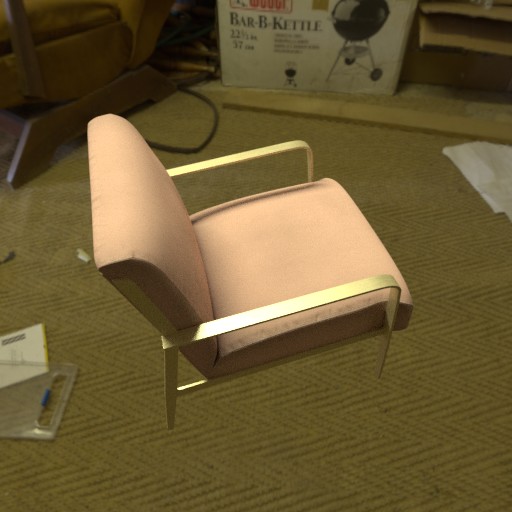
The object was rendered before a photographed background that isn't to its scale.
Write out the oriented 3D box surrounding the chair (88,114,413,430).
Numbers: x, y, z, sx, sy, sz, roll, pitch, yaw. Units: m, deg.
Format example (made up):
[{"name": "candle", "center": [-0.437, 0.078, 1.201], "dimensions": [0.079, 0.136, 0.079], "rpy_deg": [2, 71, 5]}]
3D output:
[{"name": "chair", "center": [0.000, 0.000, 1.454], "dimensions": [0.848, 0.823, 0.701], "rpy_deg": [-12, 48, -11]}]
